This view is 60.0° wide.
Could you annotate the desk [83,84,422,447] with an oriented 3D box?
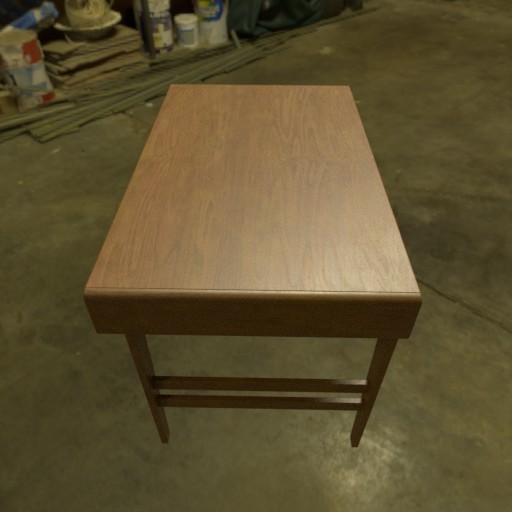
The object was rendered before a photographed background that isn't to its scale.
[{"bbox_3d":[0.000,0.000,1.497,0.660,0.754,1.066,1,42,1],"label":"desk"}]
